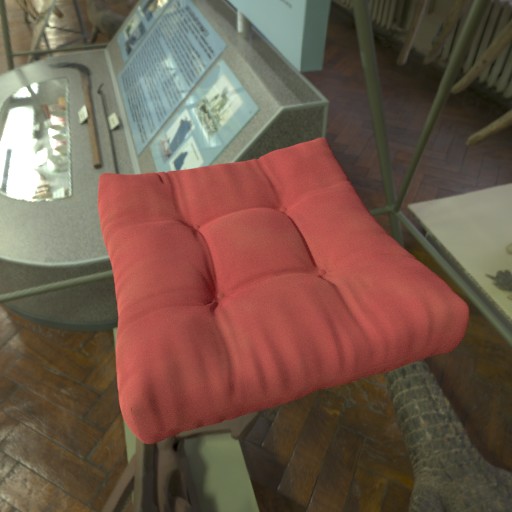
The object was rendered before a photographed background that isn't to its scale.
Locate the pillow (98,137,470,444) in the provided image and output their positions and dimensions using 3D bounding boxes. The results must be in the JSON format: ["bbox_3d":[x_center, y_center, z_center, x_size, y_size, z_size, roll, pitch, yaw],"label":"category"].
[{"bbox_3d":[0.000,0.000,0.717,0.468,0.128,0.490,-13,45,-13],"label":"pillow"}]
